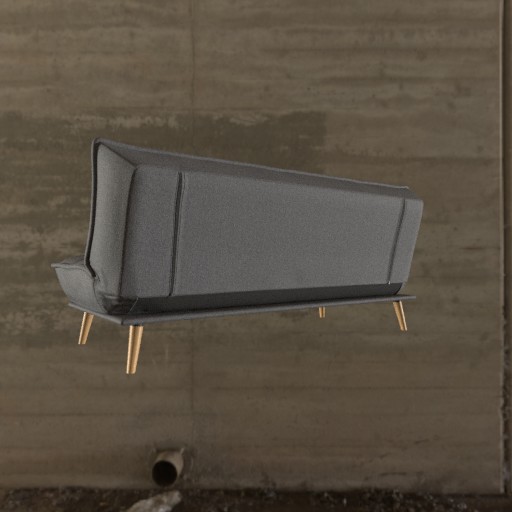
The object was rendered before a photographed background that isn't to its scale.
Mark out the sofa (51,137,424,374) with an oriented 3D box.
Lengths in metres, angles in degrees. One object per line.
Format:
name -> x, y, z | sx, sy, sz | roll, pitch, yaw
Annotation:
sofa -> 0.000, 0.000, 2.464 | 1.940, 0.890, 0.950 | 0, 0, -36
